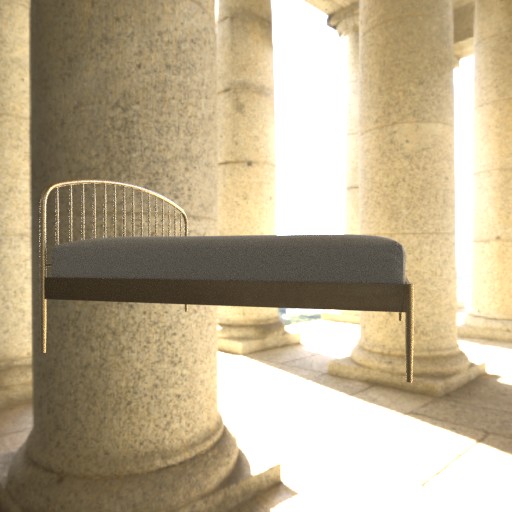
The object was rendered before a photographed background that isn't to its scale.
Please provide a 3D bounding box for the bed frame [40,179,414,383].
[{"bbox_3d":[0.000,0.000,3.347,2.152,1.174,2.016,0,0,17],"label":"bed frame"}]
